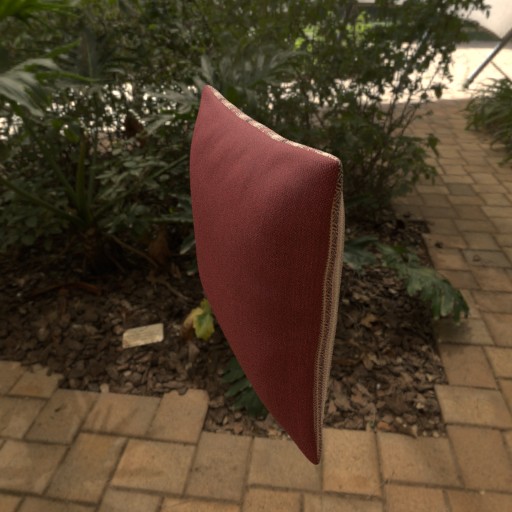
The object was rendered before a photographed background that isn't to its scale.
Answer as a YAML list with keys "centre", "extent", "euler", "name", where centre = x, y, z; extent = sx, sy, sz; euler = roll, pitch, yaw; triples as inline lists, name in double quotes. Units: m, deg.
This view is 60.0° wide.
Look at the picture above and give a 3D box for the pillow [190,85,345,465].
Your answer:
- centre: [0.000, 0.000, 0.782]
  extent: [0.166, 0.497, 0.513]
  euler: [-11, 32, -18]
  name: "pillow"
